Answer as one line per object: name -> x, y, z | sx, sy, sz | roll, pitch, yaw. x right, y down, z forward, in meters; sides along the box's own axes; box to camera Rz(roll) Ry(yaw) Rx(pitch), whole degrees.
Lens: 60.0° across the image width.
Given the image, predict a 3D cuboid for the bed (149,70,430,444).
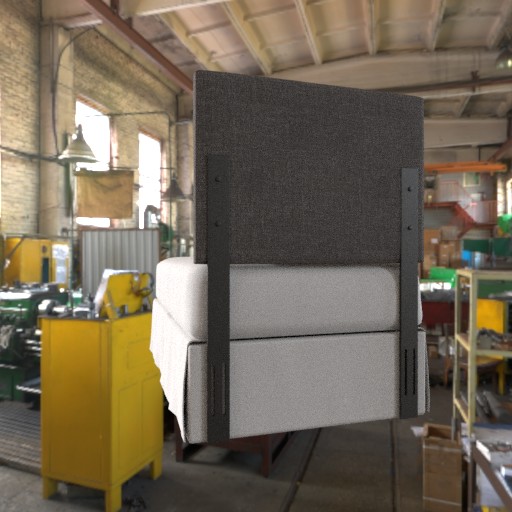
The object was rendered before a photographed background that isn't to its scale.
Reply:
bed -> 0.000, 0.000, 2.943 | 1.261, 1.571, 1.997 | 0, 0, -17
